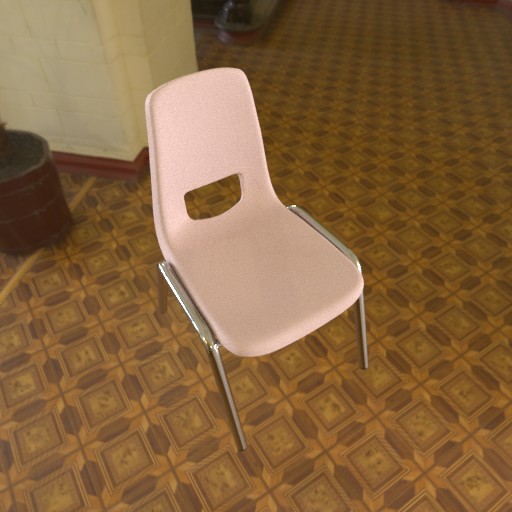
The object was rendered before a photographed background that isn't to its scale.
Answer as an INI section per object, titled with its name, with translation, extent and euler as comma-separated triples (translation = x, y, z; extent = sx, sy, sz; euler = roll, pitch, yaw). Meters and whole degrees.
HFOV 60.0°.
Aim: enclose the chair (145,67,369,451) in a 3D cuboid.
[chair]
translation = 0.000, 0.000, 0.869
extent = 0.354, 0.586, 0.423
euler = -25, 51, -22
